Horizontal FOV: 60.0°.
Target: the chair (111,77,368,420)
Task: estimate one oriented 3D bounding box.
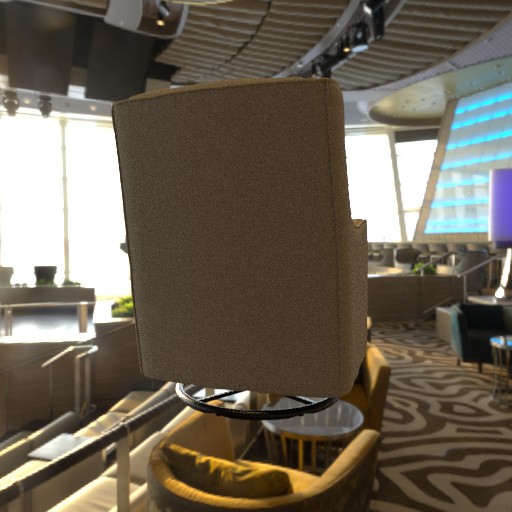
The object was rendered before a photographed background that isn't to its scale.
[{"bbox_3d":[0.000,0.000,1.600,0.732,0.993,0.879,1,2,18],"label":"chair"}]
